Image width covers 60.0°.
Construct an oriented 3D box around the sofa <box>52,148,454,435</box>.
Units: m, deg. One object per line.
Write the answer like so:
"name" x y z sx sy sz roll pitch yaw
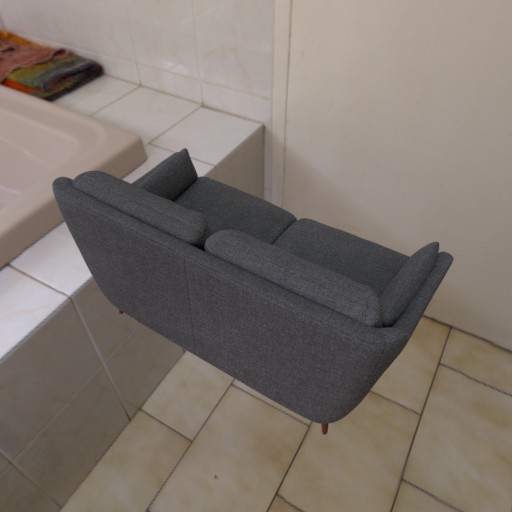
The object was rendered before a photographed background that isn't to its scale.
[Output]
"sofa" 0.000 0.000 2.171 1.646 0.887 0.976 24 50 22
